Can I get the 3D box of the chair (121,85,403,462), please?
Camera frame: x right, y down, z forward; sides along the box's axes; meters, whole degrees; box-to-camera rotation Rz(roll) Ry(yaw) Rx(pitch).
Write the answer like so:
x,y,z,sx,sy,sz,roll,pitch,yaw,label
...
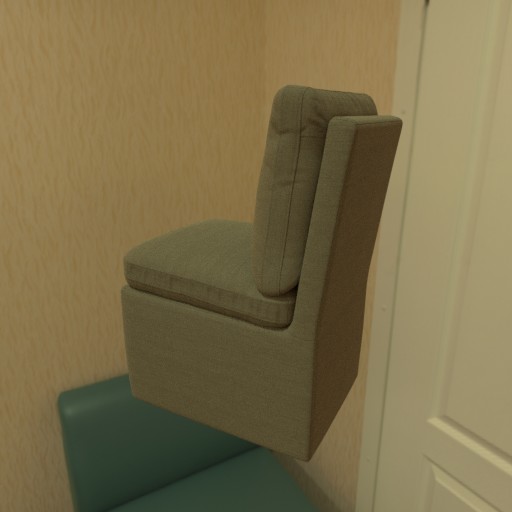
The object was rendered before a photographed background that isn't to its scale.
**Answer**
x,y,z,sx,sy,sz,roll,pitch,yaw,label
0.000,0.000,1.327,0.698,0.927,0.503,9,20,27,chair
